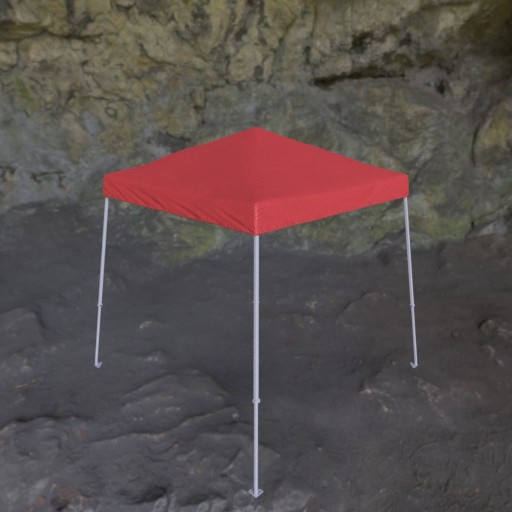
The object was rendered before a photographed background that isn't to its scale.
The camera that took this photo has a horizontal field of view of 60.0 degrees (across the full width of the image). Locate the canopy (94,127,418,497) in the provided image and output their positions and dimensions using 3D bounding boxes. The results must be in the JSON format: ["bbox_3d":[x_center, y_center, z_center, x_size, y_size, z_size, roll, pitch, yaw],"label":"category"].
[{"bbox_3d":[0.000,0.000,5.090,2.848,2.849,2.849,-17,24,-42],"label":"canopy"}]
